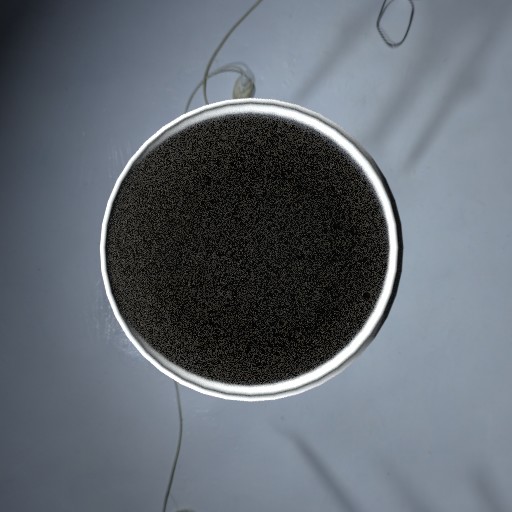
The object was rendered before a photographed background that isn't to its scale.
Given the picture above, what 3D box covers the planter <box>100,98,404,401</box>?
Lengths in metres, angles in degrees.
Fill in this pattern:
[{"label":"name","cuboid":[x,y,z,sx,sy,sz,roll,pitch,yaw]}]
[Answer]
[{"label":"planter","cuboid":[0.000,0.000,0.408,0.199,0.268,0.199,0,88,1]}]
